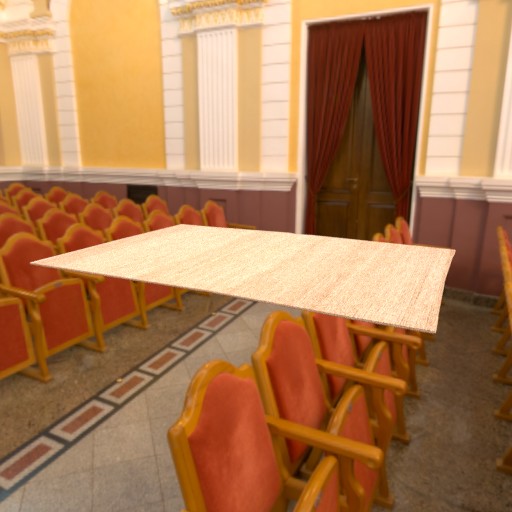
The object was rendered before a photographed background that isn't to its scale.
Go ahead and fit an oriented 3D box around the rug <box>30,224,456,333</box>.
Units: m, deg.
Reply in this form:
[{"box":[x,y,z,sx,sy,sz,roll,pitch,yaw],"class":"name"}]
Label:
[{"box":[0.000,0.000,2.907,2.346,0.029,1.574,7,15,26],"class":"rug"}]
